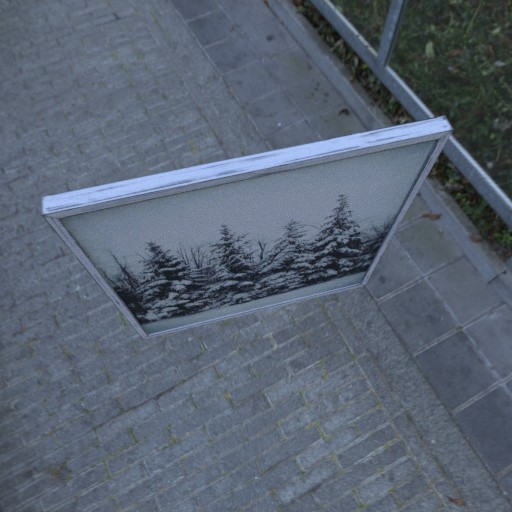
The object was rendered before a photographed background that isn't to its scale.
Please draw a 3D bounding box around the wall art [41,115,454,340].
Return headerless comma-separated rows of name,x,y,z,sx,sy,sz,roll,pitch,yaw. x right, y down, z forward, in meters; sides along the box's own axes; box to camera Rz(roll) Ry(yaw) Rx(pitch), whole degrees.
wall art,0.000,0.000,1.142,0.761,0.761,0.037,-13,64,-6
